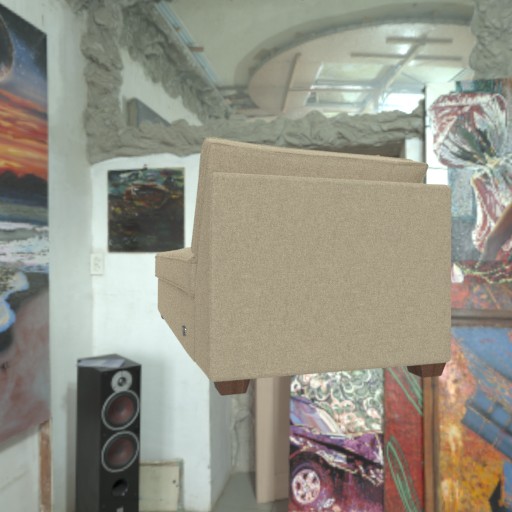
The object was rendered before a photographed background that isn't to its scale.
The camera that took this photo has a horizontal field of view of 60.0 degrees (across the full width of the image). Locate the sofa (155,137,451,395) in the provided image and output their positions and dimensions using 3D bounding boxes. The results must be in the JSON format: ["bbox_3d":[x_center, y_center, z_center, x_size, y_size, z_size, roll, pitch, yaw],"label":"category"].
[{"bbox_3d":[0.000,0.000,2.804,1.110,1.033,2.237,0,0,-17],"label":"sofa"}]
